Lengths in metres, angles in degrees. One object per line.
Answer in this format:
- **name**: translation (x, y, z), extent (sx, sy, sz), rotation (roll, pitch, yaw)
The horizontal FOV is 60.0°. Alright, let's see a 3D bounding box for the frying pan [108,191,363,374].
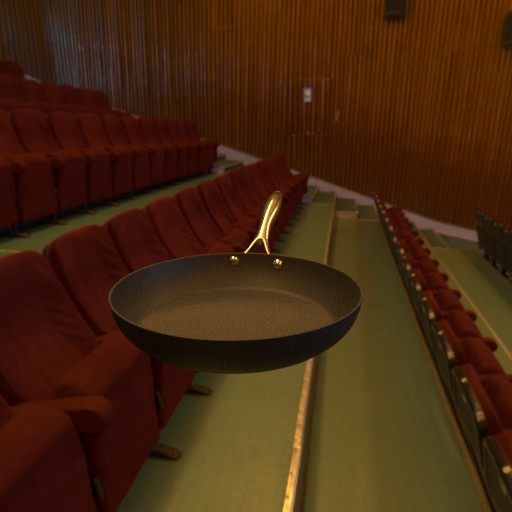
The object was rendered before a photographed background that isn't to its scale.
- **frying pan**: translation (0.000, 0.000, 0.563), extent (0.255, 0.105, 0.472), rotation (3, 16, 10)
